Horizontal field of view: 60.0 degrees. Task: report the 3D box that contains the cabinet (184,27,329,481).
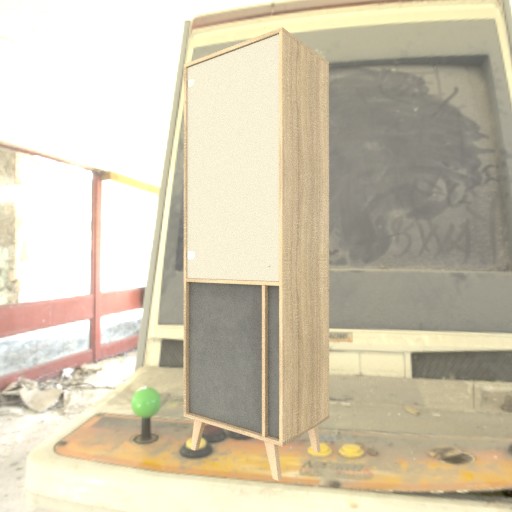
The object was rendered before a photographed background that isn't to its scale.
[{"bbox_3d":[0.000,0.000,2.120,0.570,1.850,0.400,0,0,37],"label":"cabinet"}]
